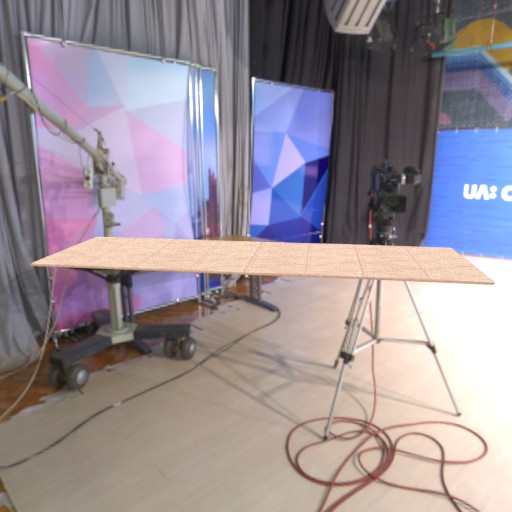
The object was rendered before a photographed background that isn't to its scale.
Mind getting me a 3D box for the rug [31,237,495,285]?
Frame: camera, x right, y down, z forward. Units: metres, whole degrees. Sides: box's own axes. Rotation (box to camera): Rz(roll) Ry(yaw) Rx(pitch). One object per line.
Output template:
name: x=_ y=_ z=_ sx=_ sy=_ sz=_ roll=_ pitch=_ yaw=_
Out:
rug: x=0.000 y=0.000 z=2.651 sx=2.435 sy=0.015 sz=0.760 roll=2 pitch=14 yaw=8
